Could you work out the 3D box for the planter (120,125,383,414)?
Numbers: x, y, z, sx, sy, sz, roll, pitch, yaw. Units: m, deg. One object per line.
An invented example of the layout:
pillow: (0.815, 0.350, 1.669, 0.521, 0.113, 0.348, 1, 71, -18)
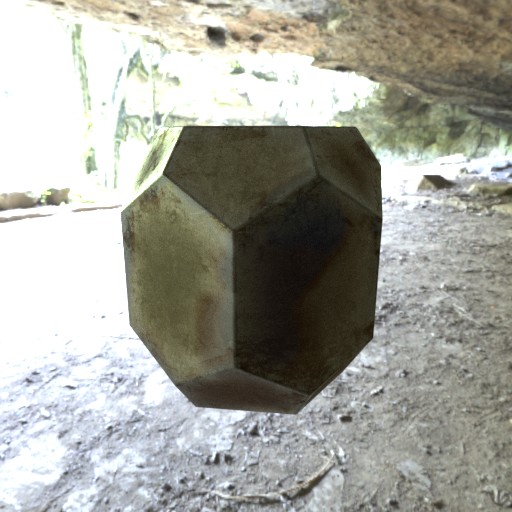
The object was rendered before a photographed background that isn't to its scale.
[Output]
planter: (0.000, 0.000, 0.424, 0.221, 0.238, 0.243, 2, 16, 7)
